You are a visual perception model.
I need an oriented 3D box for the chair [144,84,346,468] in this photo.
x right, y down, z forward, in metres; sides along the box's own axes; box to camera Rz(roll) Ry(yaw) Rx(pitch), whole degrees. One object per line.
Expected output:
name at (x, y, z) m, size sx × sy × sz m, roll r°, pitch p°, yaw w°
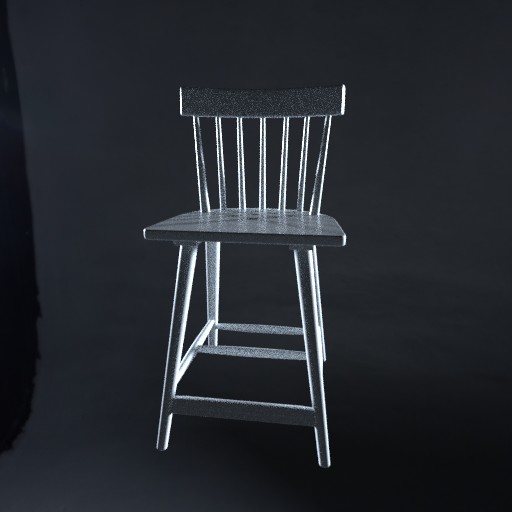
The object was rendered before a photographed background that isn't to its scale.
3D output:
chair at (0.000, 0.000, 1.302) m, size 0.483 × 0.952 × 0.572 m, roll 2°, pitch 16°, yaw 8°
